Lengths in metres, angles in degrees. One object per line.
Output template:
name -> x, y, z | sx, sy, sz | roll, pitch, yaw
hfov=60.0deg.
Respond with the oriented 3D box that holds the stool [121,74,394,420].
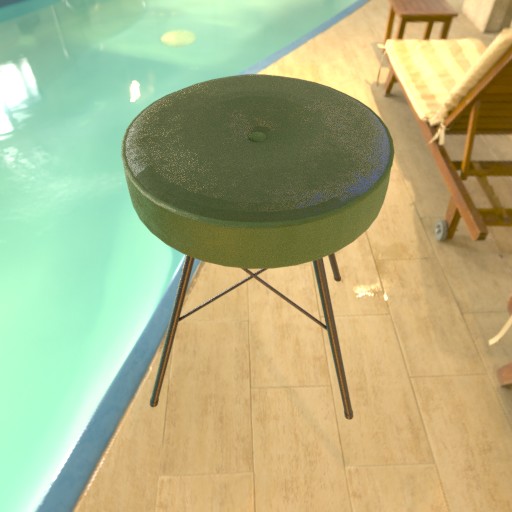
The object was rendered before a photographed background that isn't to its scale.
stool -> 0.000, 0.000, 0.907 | 0.457, 0.595, 0.430 | 3, 47, 3
